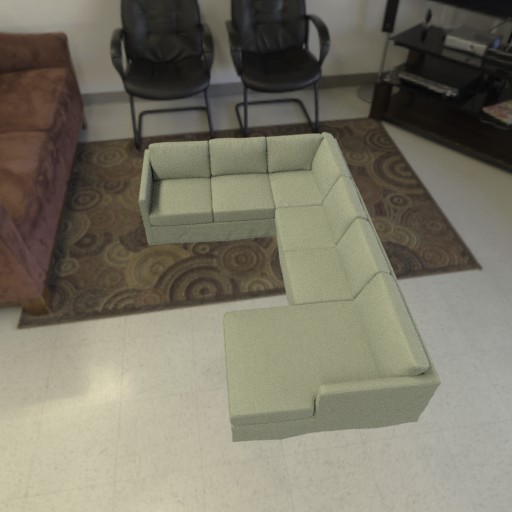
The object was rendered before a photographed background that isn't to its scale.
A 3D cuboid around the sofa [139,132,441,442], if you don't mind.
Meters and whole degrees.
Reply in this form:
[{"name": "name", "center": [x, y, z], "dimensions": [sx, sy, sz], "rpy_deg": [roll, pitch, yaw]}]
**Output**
[{"name": "sofa", "center": [0.000, 0.000, 4.563], "dimensions": [2.427, 0.882, 3.460], "rpy_deg": [-4, 46, -4]}]
